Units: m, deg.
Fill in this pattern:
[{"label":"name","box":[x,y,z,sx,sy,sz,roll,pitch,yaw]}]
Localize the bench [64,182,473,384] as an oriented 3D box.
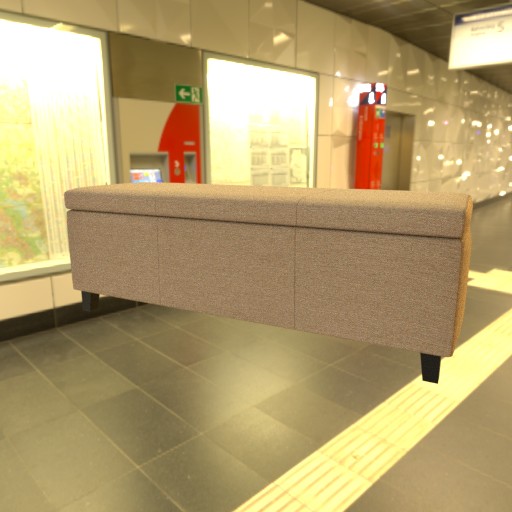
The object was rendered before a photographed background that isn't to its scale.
[{"label":"bench","box":[0.000,0.000,1.464,1.269,0.438,0.446,6,14,26]}]
